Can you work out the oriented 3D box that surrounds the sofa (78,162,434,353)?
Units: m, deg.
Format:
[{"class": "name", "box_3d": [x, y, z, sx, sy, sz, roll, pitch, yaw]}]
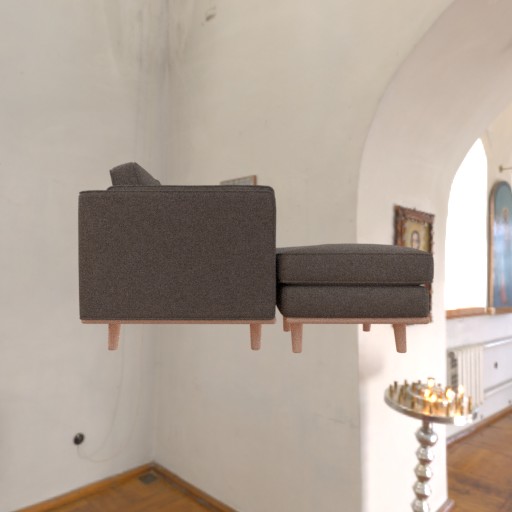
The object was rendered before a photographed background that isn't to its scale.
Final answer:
[{"class": "sofa", "box_3d": [0.000, 0.000, 3.115, 1.604, 0.929, 2.411, 0, -1, 0]}]
